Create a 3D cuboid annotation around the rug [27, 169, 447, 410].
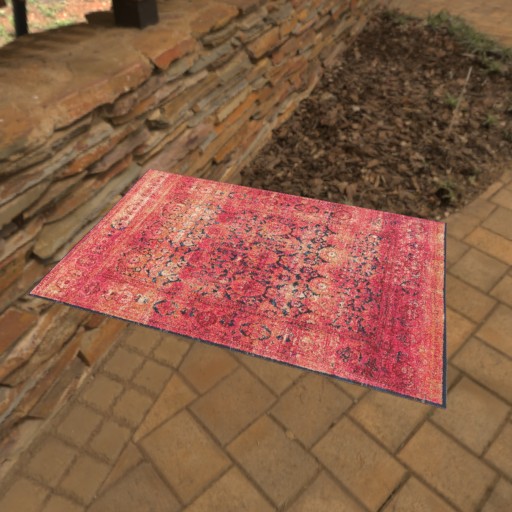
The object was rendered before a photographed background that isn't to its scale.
[{"bbox_3d":[0.000,0.000,2.975,2.449,0.018,1.539,12,44,13],"label":"rug"}]
